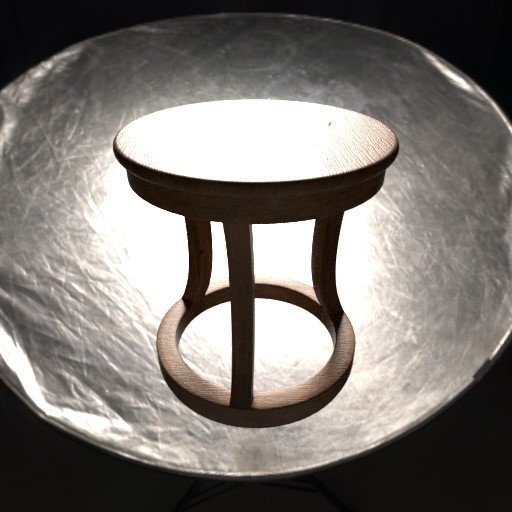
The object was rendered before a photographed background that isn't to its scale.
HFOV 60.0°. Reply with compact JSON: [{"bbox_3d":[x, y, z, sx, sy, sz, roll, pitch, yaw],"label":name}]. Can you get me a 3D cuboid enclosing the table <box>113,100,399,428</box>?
[{"bbox_3d":[0.000,0.000,0.809,0.432,0.460,0.432,0,32,0],"label":"table"}]
